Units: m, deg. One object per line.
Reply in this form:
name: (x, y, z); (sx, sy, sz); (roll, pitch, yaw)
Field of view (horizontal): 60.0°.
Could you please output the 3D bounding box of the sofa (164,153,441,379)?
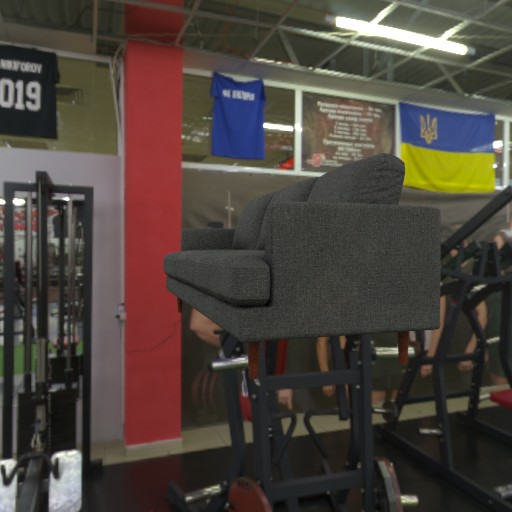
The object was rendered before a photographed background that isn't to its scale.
sofa: (0.000, 0.000, 2.747); (0.903, 0.930, 2.246); (0, 1, -18)
